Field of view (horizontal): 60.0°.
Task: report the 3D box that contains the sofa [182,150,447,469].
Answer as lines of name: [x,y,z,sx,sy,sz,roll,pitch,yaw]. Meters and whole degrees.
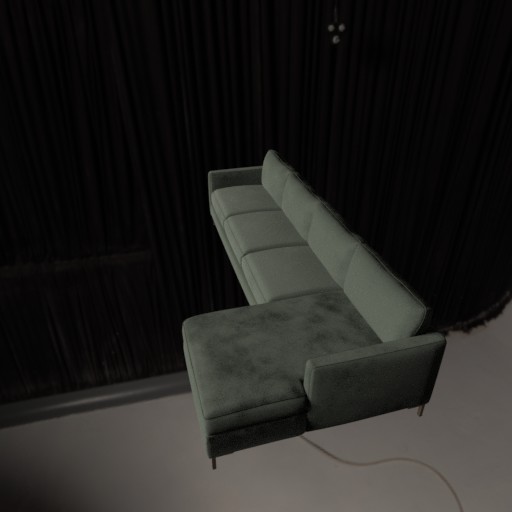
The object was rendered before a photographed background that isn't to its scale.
sofa: [0.000,0.000,3.251,1.255,0.756,2.725,-8,32,-13]
